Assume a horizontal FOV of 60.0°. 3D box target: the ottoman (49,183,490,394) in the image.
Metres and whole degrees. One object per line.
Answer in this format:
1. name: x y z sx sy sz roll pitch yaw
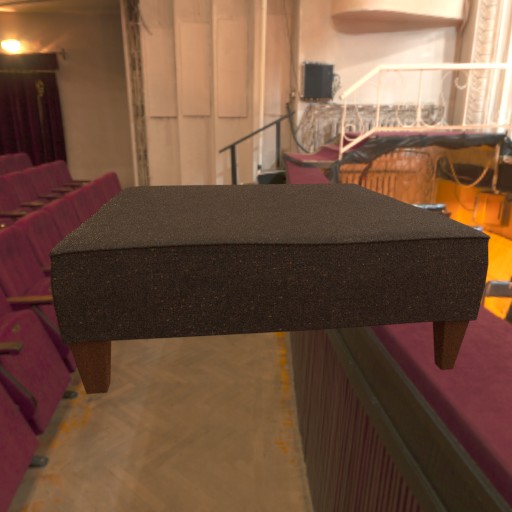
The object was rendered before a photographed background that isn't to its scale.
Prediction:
1. ottoman: 0.000 0.000 1.479 1.004 0.382 0.968 -2 17 -7
